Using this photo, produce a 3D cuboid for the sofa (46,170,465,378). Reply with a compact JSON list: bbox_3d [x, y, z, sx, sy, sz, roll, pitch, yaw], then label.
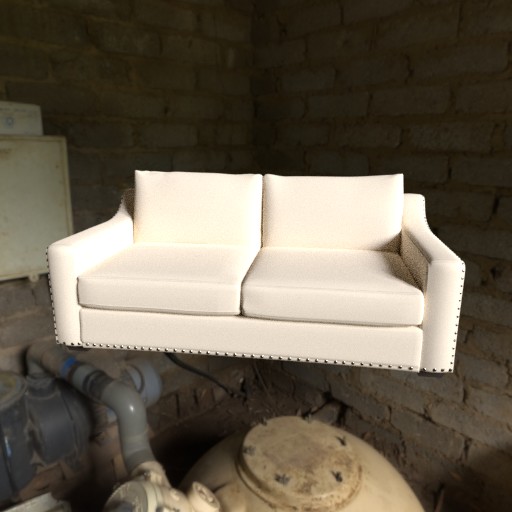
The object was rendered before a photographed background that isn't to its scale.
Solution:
[{"bbox_3d":[0.000,0.000,2.322,1.812,0.830,0.949,2,15,8],"label":"sofa"}]
